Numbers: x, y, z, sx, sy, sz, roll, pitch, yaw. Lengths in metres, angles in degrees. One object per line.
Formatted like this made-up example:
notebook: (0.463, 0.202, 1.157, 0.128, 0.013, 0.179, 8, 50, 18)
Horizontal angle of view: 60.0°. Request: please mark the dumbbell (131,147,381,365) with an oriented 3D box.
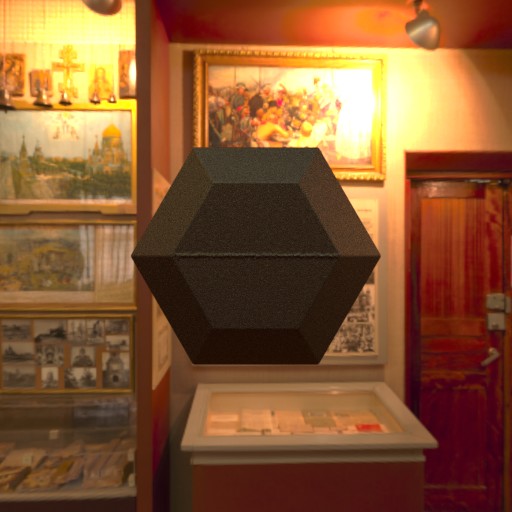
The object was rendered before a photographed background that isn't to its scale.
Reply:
dumbbell: (0.000, 0.000, 0.431, 0.157, 0.137, 0.361, 0, 0, 0)
